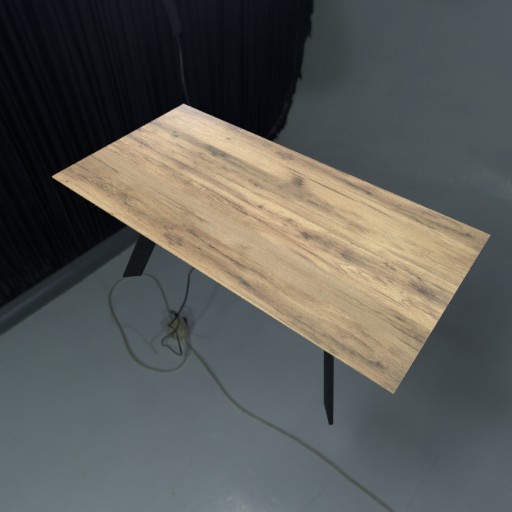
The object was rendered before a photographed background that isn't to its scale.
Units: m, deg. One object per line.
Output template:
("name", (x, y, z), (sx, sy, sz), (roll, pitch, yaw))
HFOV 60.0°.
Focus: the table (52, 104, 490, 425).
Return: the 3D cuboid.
("table", (0.000, 0.000, 2.506), (2.000, 0.770, 1.000), (30, 54, 25))
